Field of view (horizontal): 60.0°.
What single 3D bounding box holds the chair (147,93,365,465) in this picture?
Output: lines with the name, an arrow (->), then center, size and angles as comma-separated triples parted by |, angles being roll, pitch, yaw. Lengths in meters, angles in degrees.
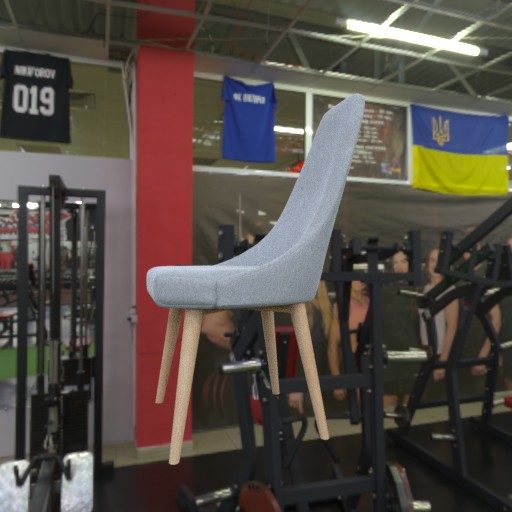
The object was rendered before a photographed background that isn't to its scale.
chair -> 0.000, 0.000, 1.410 | 0.660, 1.040, 0.510 | 0, 0, -17
